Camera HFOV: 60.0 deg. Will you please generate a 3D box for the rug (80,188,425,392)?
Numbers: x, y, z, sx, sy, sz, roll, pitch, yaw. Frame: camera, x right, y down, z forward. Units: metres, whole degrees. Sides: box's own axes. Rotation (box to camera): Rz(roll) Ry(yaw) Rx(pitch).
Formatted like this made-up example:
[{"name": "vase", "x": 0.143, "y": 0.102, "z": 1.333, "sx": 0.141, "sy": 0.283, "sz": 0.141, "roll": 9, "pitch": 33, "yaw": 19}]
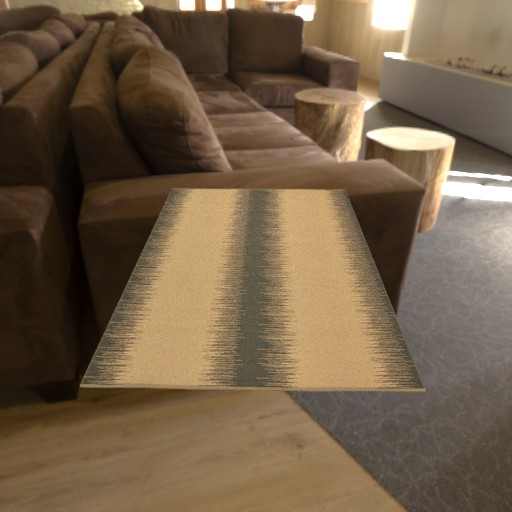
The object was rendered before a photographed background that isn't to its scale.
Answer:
[{"name": "rug", "x": 0.000, "y": 0.000, "z": 2.365, "sx": 1.234, "sy": 0.006, "sz": 1.854, "roll": 1, "pitch": 31, "yaw": 1}]
